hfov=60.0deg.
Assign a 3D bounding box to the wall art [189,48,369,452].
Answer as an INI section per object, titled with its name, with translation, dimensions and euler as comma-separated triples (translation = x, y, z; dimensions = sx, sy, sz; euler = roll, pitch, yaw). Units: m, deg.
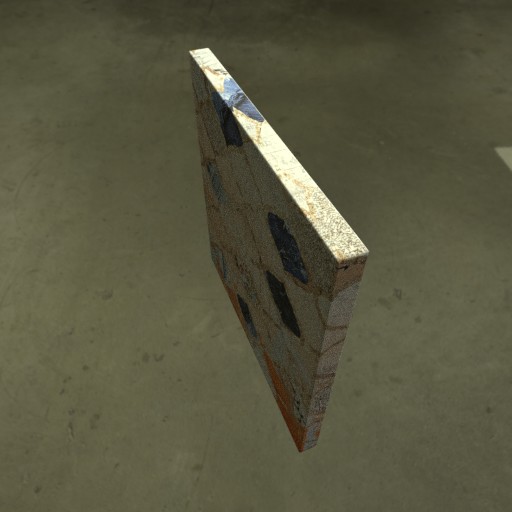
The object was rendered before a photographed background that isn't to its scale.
[wall art]
translation = 0.000, 0.000, 0.763
dimensions = 0.038, 0.508, 0.507
euler = -16, 49, -15
